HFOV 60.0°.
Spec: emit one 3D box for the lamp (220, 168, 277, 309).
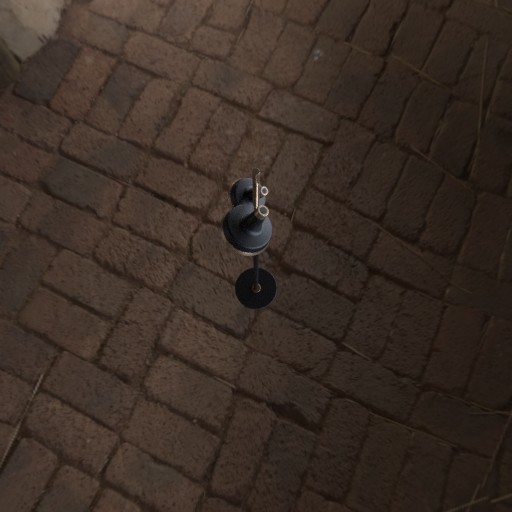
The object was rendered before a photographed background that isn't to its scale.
[{"bbox_3d":[0.000,0.000,1.852,0.253,1.674,0.351,1,76,0],"label":"lamp"}]
